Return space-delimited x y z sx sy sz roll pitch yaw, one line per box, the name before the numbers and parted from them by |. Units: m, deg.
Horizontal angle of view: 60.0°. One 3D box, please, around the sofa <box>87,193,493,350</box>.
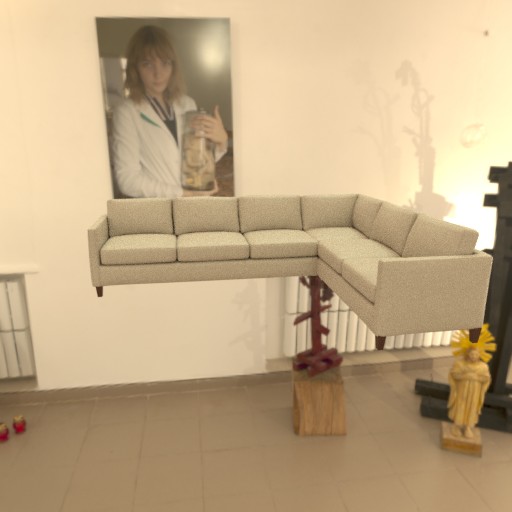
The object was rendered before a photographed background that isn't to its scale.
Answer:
sofa | 0.000 0.000 4.372 3.333 0.934 2.522 -2 15 -9
